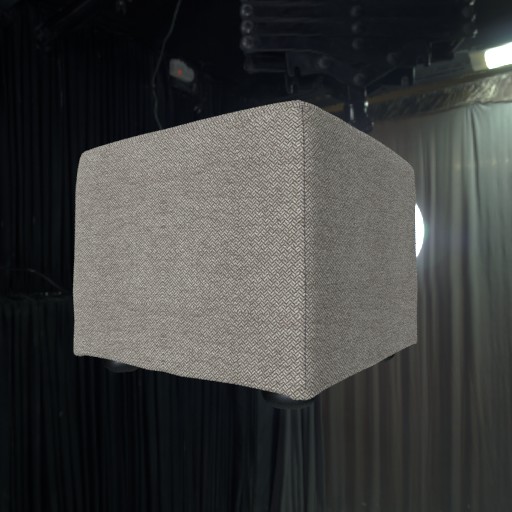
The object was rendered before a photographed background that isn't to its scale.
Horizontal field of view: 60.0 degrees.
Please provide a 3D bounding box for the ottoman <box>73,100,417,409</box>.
[{"bbox_3d":[0.000,0.000,0.910,0.519,0.453,0.512,-1,-1,35],"label":"ottoman"}]
